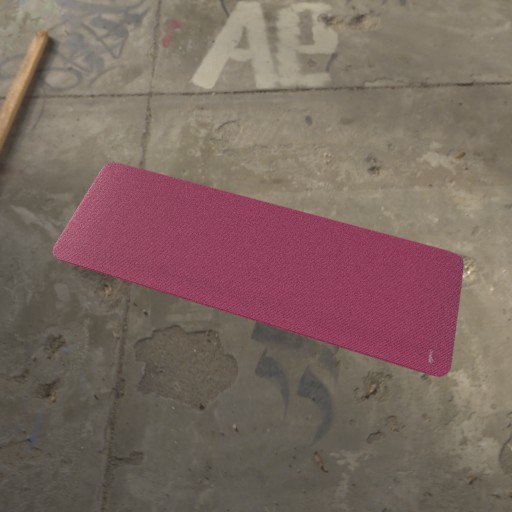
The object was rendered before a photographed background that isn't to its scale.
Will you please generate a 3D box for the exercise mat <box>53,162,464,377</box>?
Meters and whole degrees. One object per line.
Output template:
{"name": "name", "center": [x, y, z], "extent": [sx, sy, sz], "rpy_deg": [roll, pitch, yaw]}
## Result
{"name": "exercise mat", "center": [0.000, 0.000, 2.103], "extent": [1.884, 0.021, 0.616], "rpy_deg": [16, 62, 9]}
